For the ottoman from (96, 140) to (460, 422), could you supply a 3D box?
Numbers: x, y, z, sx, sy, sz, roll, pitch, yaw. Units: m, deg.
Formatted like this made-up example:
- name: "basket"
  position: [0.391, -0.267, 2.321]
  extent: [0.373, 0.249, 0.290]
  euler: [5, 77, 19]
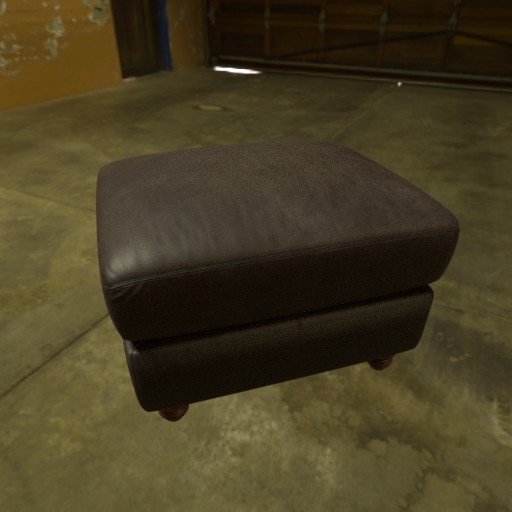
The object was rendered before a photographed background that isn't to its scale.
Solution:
- name: "ottoman"
  position: [0.000, 0.000, 1.261]
  extent: [0.806, 0.569, 0.670]
  euler: [-9, 31, -15]
